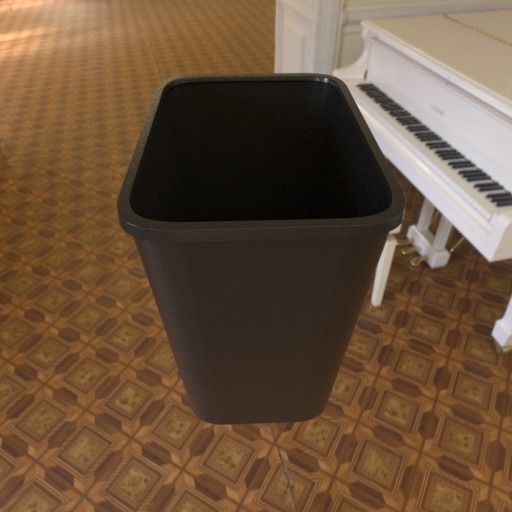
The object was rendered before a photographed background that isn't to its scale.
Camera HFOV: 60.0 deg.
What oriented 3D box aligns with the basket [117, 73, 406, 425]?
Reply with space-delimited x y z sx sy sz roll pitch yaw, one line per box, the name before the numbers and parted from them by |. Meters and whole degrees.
basket | 0.000 0.000 0.506 0.211 0.307 0.300 -1 41 -2
